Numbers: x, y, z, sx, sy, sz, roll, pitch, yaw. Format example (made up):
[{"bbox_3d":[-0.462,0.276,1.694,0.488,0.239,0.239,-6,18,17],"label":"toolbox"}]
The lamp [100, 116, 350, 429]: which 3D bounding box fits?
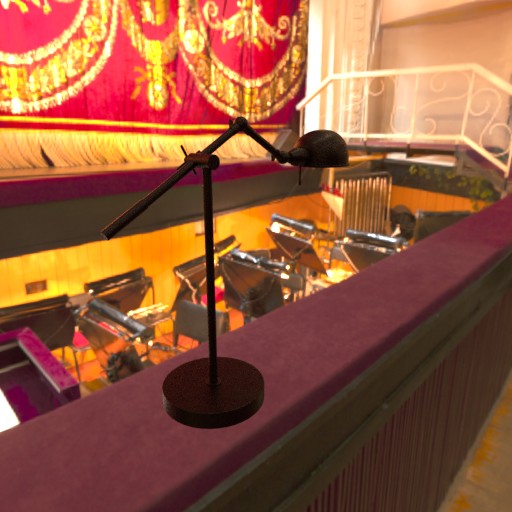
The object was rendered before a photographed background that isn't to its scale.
[{"bbox_3d":[0.000,0.000,0.823,0.567,0.495,0.185,-16,23,-43],"label":"lamp"}]
